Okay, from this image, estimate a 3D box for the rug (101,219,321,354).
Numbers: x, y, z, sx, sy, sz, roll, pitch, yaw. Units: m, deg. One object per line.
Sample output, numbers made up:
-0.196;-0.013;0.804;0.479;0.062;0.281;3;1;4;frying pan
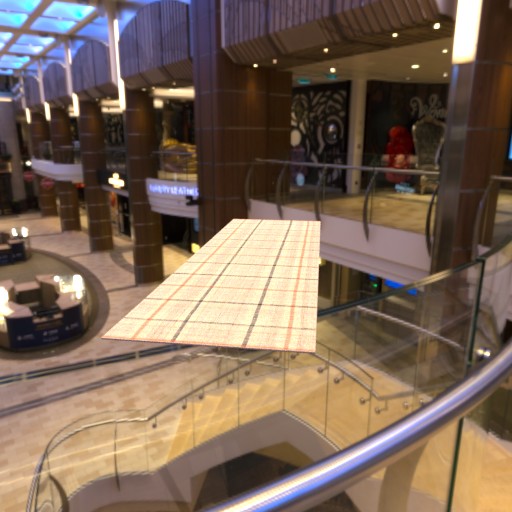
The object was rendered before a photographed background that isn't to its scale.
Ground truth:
0.000;0.000;2.700;0.762;0.008;2.439;2;15;8;rug
